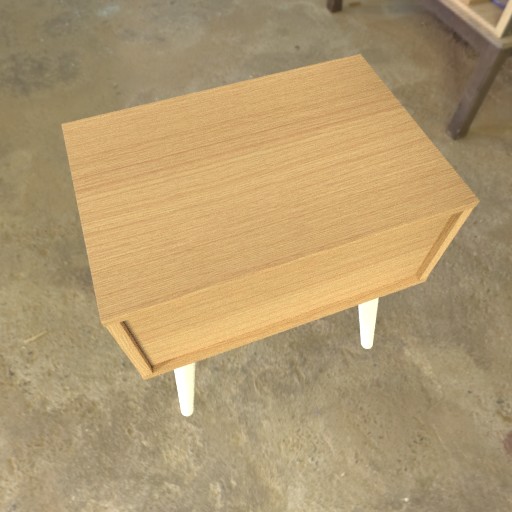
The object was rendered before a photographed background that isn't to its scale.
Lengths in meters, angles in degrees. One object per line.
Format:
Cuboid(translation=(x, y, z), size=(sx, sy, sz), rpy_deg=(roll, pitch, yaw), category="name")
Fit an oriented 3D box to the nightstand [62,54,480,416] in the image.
Cuboid(translation=(0.000, 0.000, 0.977), size=(0.571, 0.610, 0.407), rpy_deg=(-17, 60, -11), category="nightstand")
